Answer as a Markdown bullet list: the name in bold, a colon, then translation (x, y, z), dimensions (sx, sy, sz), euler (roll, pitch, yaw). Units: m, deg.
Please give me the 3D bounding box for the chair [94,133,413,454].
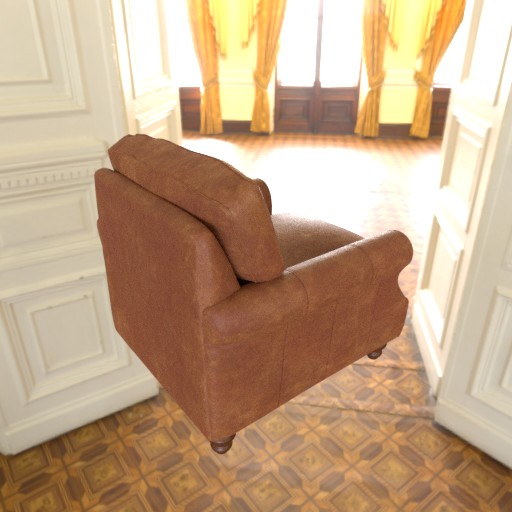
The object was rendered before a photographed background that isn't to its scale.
- **chair**: translation (0.000, 0.000, 1.778), dimensions (0.986, 0.962, 0.983), euler (-19, 32, -33)
